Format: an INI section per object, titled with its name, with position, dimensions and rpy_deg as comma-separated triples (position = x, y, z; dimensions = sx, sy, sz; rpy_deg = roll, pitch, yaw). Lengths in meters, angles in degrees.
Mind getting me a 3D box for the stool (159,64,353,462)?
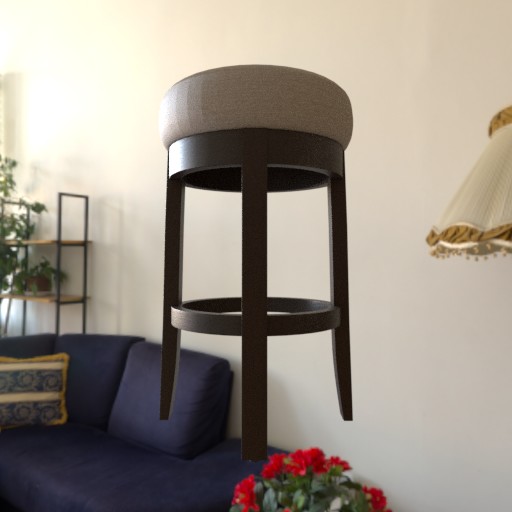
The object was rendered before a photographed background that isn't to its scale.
[stool]
position = 0.000, 0.000, 1.033
dimensions = 0.443, 0.757, 0.443
rpy_deg = 0, 0, 0
